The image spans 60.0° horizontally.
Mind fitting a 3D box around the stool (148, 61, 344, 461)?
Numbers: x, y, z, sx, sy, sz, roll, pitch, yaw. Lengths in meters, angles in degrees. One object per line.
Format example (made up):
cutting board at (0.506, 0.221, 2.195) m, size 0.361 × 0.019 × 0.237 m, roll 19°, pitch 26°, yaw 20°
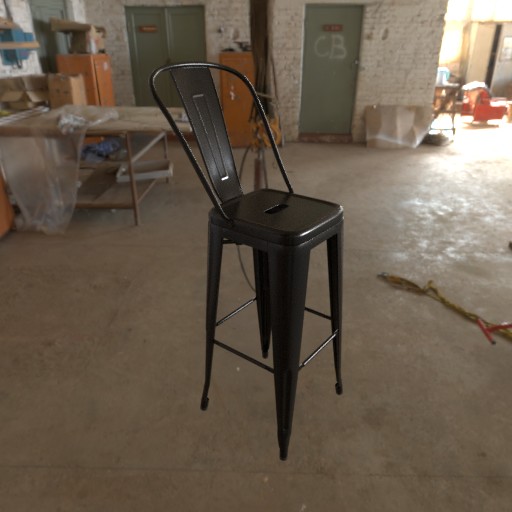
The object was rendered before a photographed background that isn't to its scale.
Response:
stool at (0.000, 0.000, 1.376) m, size 0.513 × 1.096 × 0.399 m, roll 19°, pitch 31°, yaw 34°
